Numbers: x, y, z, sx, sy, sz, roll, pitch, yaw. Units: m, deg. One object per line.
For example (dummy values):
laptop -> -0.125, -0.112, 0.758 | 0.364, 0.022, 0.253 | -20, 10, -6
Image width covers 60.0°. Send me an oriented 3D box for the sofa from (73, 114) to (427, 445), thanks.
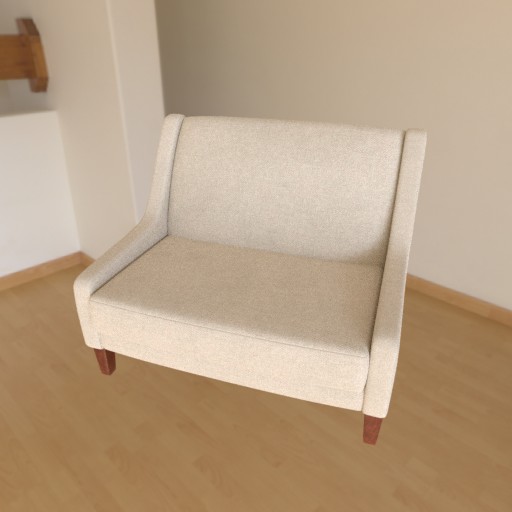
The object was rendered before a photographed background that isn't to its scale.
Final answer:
sofa -> 0.000, 0.000, 1.859 | 1.212, 0.976, 0.946 | 9, 28, 17
